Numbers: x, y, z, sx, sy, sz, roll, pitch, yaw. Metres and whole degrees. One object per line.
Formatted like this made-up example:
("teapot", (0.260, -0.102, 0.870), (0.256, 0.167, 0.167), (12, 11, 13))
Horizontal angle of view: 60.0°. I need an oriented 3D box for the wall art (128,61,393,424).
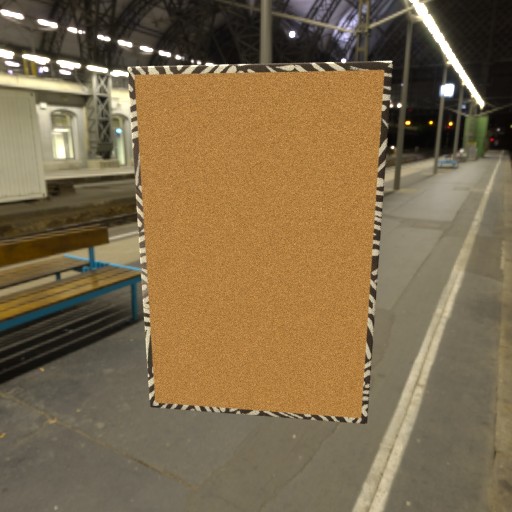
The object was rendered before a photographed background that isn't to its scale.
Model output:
("wall art", (0.000, 0.000, 1.147), (0.615, 0.918, 0.035), (2, 15, 7))
